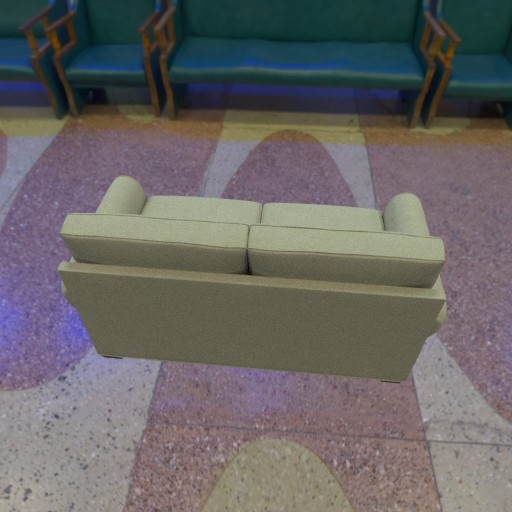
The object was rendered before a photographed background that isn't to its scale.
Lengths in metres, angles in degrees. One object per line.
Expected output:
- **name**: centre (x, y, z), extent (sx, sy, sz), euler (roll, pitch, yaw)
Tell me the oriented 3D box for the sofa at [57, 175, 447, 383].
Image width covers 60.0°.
- **sofa**: centre (0.000, 0.000, 2.315), extent (1.774, 0.933, 0.861), euler (4, 46, 4)
